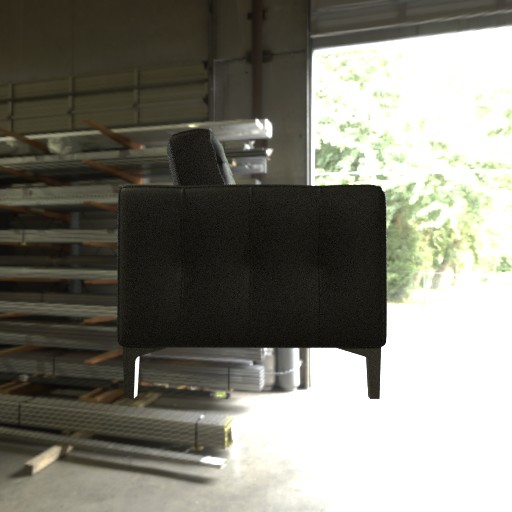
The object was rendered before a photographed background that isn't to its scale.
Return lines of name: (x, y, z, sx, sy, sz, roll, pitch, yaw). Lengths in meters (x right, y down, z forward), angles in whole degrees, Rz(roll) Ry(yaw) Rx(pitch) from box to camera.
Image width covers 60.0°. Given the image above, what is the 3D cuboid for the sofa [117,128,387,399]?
sofa: (0.000, 0.000, 2.165, 0.833, 0.893, 1.726, 0, -1, 1)
